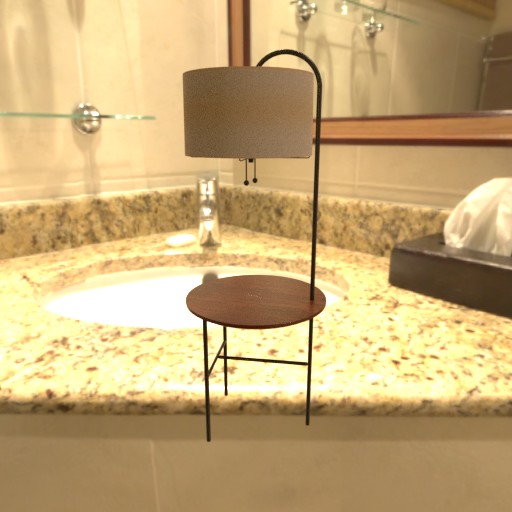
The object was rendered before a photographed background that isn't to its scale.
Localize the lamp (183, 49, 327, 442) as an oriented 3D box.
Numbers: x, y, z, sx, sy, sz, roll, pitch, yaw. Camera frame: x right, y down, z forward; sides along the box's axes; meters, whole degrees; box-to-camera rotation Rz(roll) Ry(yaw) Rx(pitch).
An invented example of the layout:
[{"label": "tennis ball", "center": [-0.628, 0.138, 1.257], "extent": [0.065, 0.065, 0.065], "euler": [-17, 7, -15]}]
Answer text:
[{"label": "lamp", "center": [0.000, 0.000, 1.776], "extent": [0.573, 1.517, 0.573], "euler": [0, 16, 0]}]
